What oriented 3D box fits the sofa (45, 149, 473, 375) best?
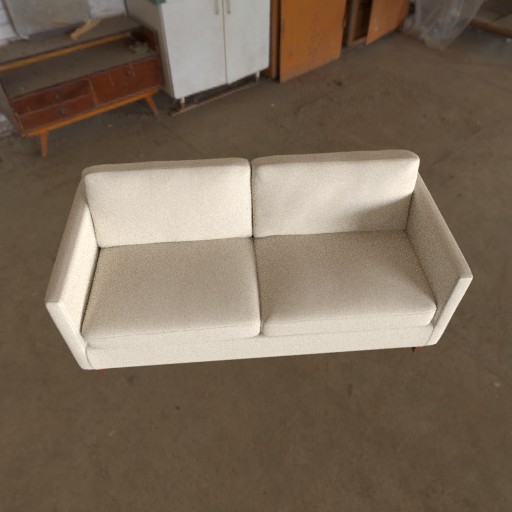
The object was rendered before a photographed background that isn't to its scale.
[{"bbox_3d":[0.000,0.000,2.486,1.981,0.889,0.965,-3,47,-3],"label":"sofa"}]
